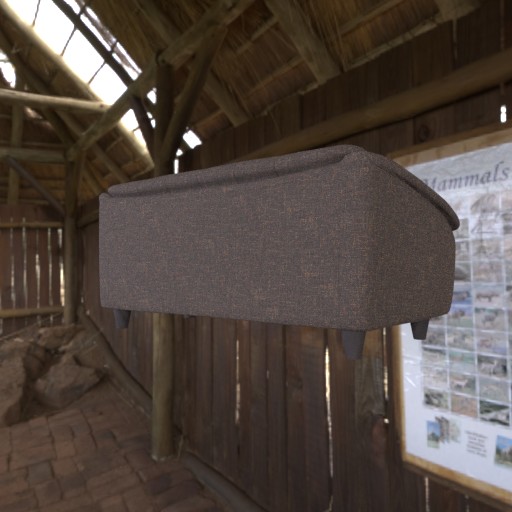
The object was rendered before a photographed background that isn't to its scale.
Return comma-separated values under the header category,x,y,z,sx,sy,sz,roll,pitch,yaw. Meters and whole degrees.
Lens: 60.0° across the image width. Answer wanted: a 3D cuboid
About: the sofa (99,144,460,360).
category,x,y,z,sx,sy,sz,roll,pitch,yaw
sofa,0.000,0.000,2.312,1.849,0.790,0.887,-1,-2,36
